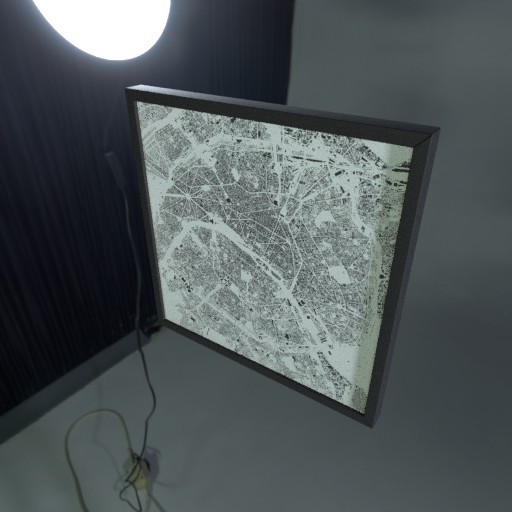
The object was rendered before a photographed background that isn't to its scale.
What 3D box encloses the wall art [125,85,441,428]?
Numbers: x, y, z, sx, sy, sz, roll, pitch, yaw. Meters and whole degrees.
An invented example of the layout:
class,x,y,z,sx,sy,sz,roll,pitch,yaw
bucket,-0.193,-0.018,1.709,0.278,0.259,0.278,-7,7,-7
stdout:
class,x,y,z,sx,sy,sz,roll,pitch,yaw
wall art,0.000,0.000,0.767,0.508,0.508,0.037,19,36,29
